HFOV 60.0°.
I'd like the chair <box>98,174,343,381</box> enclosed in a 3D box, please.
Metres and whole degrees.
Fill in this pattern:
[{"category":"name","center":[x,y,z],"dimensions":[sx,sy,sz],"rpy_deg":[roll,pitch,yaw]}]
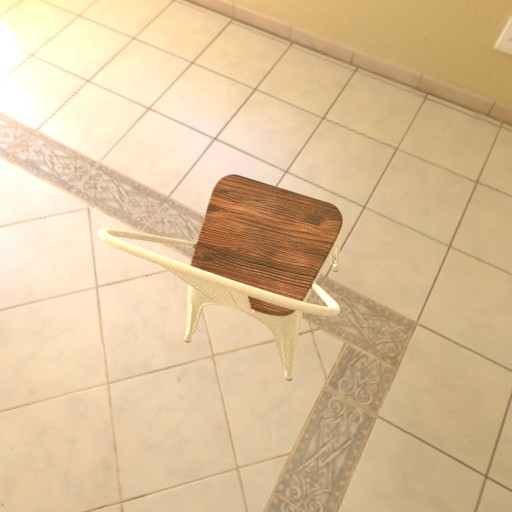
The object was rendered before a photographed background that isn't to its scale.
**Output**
[{"category":"chair","center":[0.000,0.000,1.152],"dimensions":[0.452,0.851,0.521],"rpy_deg":[18,65,9]}]
